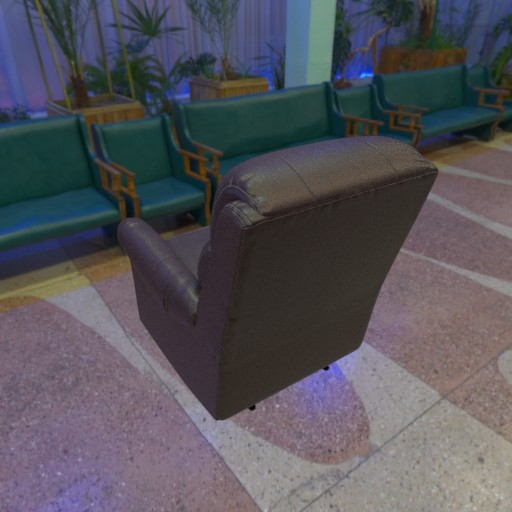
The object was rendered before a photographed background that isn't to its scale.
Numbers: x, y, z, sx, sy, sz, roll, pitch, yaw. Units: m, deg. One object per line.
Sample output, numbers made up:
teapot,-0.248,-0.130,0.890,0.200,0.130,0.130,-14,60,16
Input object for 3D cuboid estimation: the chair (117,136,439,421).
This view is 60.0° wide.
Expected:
chair,0.000,0.000,1.798,0.838,1.054,1.014,-19,35,-29
